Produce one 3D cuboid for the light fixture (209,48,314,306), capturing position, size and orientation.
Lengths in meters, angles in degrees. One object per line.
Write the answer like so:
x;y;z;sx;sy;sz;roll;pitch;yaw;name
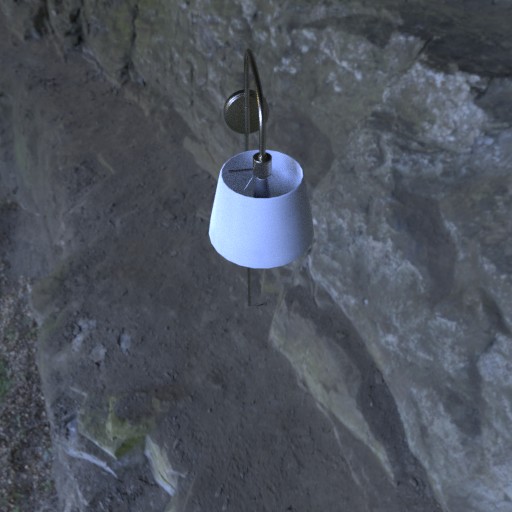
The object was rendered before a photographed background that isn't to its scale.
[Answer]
0.000;0.000;0.476;0.092;0.399;0.176;-5;47;-5;light fixture
